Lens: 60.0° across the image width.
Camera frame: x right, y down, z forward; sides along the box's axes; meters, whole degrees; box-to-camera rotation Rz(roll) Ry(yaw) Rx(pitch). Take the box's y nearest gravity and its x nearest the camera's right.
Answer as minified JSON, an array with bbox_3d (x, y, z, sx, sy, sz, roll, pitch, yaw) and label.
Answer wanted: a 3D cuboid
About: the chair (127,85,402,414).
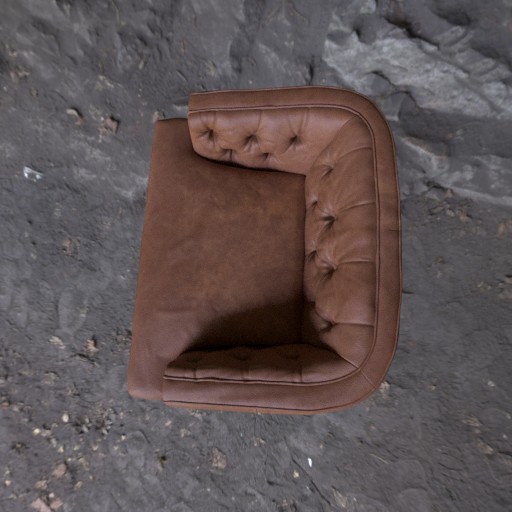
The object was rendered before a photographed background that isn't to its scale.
[{"bbox_3d":[0.000,0.000,1.752,0.911,0.836,1.119,3,77,1],"label":"chair"}]
